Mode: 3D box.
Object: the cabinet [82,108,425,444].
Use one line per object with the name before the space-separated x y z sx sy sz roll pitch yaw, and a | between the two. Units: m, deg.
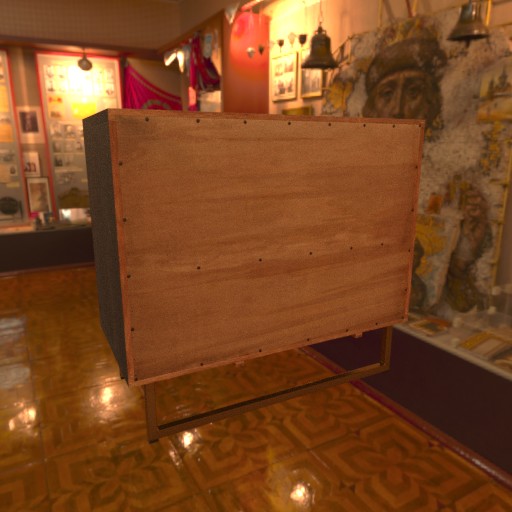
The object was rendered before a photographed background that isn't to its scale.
cabinet | 0.000 0.000 1.459 0.950 0.860 0.451 -7 16 -27
